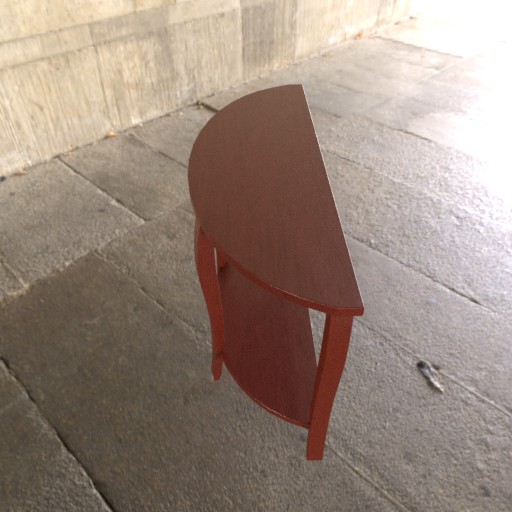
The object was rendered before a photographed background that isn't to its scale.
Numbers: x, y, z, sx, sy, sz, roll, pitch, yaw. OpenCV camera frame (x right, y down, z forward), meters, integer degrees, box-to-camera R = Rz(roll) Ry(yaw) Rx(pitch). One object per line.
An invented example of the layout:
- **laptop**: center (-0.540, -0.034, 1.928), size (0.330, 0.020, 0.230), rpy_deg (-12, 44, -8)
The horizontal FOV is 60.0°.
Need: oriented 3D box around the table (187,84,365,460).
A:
- **table**: center (0.000, 0.000, 1.591), size (0.405, 0.779, 1.219), rpy_deg (-1, 41, -1)
